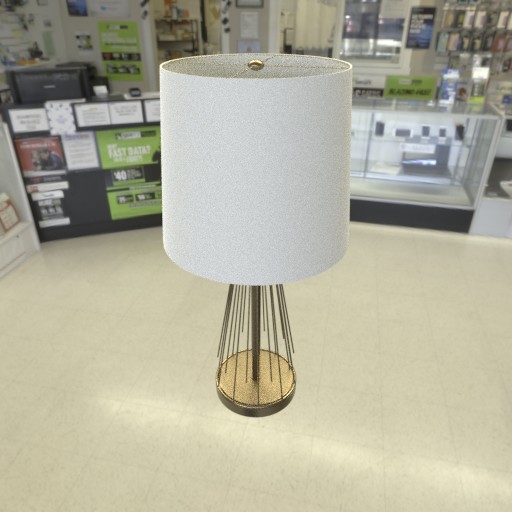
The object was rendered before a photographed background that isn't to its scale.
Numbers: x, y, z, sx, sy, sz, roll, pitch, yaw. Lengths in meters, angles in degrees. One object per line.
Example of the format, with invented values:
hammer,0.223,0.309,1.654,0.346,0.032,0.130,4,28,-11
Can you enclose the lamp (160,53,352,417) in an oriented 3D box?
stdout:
lamp,0.000,0.000,0.757,0.303,0.618,0.303,0,30,0
